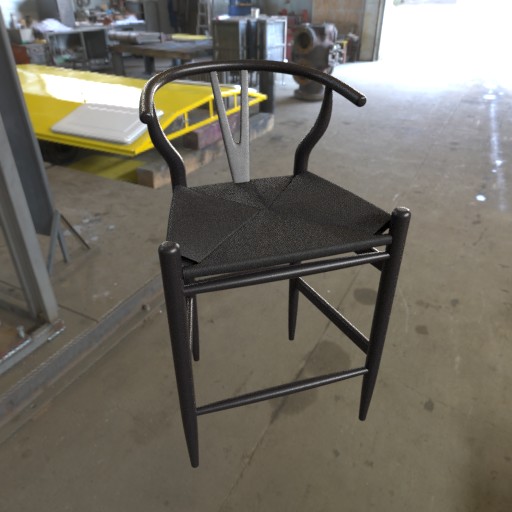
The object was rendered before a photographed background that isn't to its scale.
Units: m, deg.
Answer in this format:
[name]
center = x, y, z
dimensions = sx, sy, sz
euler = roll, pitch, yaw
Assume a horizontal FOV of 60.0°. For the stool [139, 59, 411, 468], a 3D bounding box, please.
[stool]
center = 0.000, 0.000, 1.278
dimensions = 0.569, 0.970, 0.579
euler = -9, 33, -15
